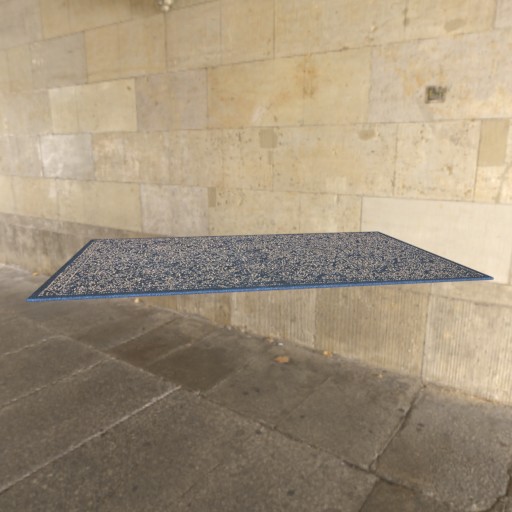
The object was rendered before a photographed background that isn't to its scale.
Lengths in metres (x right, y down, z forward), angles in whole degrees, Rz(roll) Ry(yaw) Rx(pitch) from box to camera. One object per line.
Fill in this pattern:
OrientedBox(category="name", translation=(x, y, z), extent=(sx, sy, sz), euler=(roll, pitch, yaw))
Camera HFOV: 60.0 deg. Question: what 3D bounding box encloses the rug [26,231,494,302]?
OrientedBox(category="rug", translation=(0.000, 0.000, 3.008), extent=(2.441, 0.015, 1.526), euler=(-2, 13, -9))
